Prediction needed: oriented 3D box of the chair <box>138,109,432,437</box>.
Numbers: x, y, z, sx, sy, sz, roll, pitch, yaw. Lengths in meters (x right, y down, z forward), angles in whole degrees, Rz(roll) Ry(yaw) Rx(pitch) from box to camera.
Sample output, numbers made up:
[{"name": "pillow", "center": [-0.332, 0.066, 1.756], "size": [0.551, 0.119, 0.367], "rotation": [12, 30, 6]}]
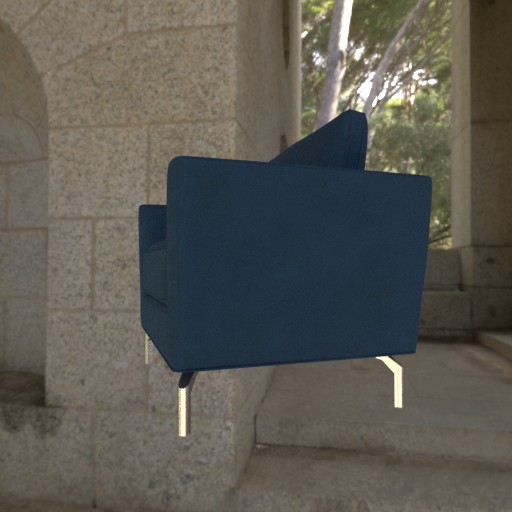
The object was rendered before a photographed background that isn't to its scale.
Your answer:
[{"name": "chair", "center": [0.000, 0.000, 1.584], "size": [0.746, 0.893, 0.977], "rotation": [0, -1, -19]}]
